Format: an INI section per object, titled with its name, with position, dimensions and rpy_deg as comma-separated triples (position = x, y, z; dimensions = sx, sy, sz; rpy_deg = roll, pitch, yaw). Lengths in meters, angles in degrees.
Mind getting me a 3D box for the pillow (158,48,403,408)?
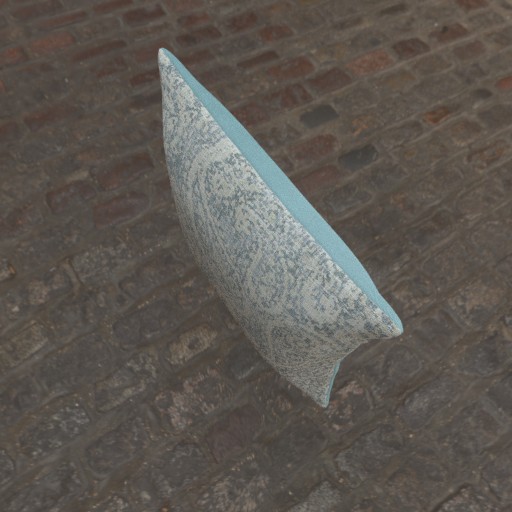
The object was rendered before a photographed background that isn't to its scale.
[pillow]
position = 0.000, 0.000, 0.780
dimensions = 0.166, 0.507, 0.526
rpy_deg = -31, 67, -15
